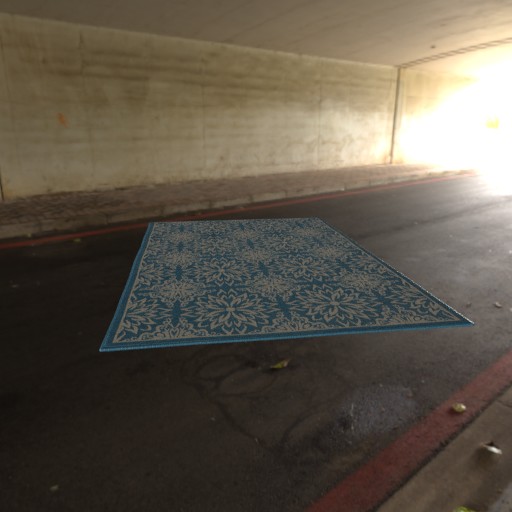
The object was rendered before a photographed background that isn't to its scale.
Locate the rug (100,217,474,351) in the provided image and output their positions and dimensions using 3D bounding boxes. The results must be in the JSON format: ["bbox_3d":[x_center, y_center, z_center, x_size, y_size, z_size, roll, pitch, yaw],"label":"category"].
[{"bbox_3d":[0.000,0.000,2.268,1.211,0.012,1.833,-2,16,-8],"label":"rug"}]
